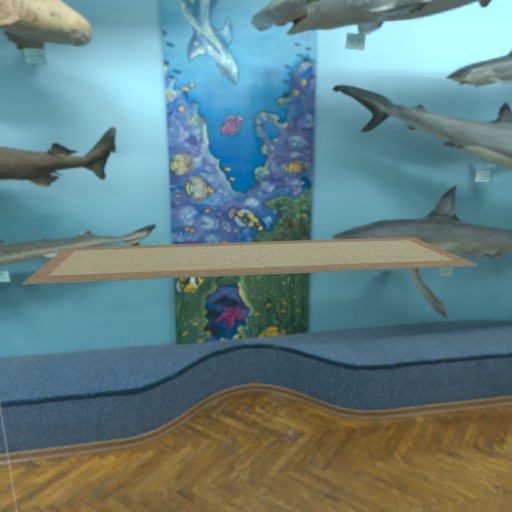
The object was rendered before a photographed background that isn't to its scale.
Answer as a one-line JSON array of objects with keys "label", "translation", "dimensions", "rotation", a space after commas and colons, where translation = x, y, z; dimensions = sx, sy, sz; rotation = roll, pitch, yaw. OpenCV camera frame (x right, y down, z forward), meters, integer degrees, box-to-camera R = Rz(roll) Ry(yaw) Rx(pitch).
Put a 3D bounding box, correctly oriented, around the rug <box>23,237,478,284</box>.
[{"label": "rug", "translation": [0.000, 0.000, 2.705], "dimensions": [2.430, 0.012, 0.767], "rotation": [-2, 14, -8]}]
